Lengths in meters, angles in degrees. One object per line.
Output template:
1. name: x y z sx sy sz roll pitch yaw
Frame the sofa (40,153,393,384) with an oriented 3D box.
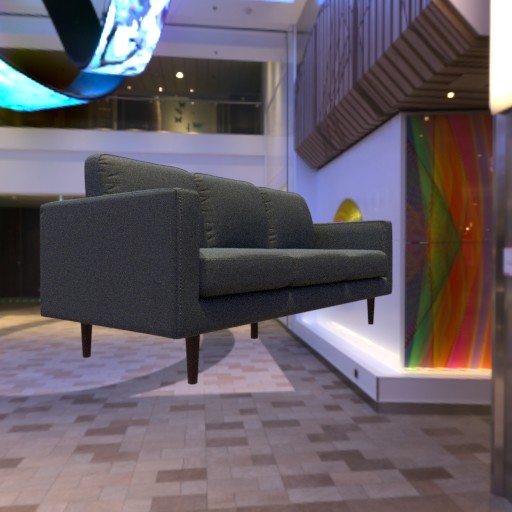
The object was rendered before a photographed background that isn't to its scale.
1. sofa: 0.000 0.000 2.526 0.935 0.945 2.013 0 1 37
